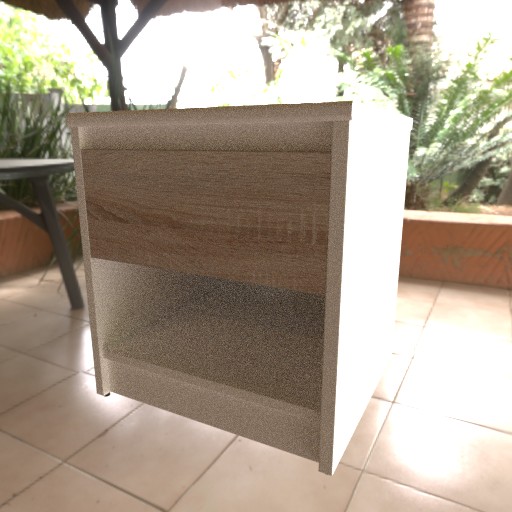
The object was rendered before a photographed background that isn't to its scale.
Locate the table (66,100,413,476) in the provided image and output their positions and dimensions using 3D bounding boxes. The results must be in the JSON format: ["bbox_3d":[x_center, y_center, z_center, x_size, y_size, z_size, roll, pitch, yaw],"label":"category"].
[{"bbox_3d":[0.000,0.000,0.762,0.420,0.460,0.380,7,16,27],"label":"table"}]
